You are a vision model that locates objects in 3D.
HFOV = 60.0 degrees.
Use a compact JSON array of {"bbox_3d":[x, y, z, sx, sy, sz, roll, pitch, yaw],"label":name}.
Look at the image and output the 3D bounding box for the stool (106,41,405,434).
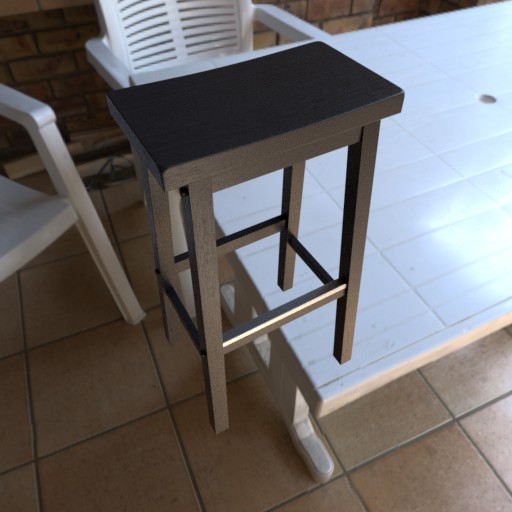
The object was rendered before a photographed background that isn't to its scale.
[{"bbox_3d":[0.000,0.000,0.953,0.406,0.742,0.322,-23,51,-20],"label":"stool"}]
